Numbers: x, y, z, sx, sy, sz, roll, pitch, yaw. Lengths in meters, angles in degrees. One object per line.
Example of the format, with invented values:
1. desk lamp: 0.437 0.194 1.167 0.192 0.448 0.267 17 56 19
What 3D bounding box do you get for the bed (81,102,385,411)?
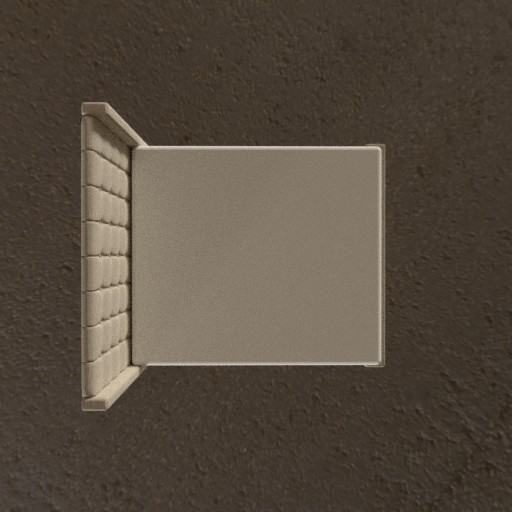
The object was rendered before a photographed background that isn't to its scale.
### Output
1. bed: 0.000 0.000 3.793 2.370 1.743 2.045 0 90 -1
